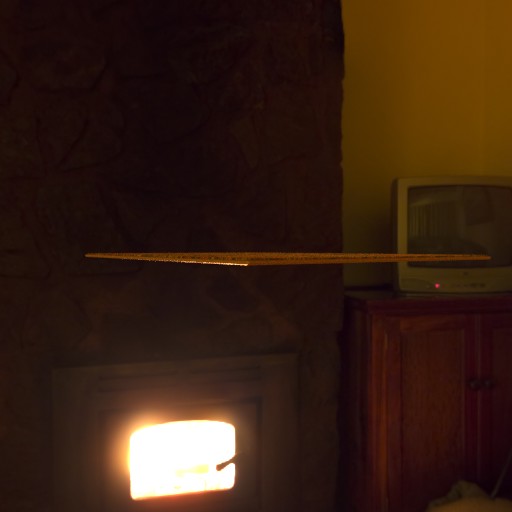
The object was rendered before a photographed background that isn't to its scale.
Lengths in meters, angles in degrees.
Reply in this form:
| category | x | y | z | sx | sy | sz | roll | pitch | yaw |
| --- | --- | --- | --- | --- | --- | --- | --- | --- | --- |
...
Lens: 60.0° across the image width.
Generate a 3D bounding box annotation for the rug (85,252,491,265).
| category | x | y | z | sx | sy | sz | roll | pitch | yaw |
| --- | --- | --- | --- | --- | --- | --- | --- | --- | --- |
| rug | 0.000 | 0.000 | 2.862 | 1.588 | 0.024 | 2.204 | -1 | 1 | -35 |
